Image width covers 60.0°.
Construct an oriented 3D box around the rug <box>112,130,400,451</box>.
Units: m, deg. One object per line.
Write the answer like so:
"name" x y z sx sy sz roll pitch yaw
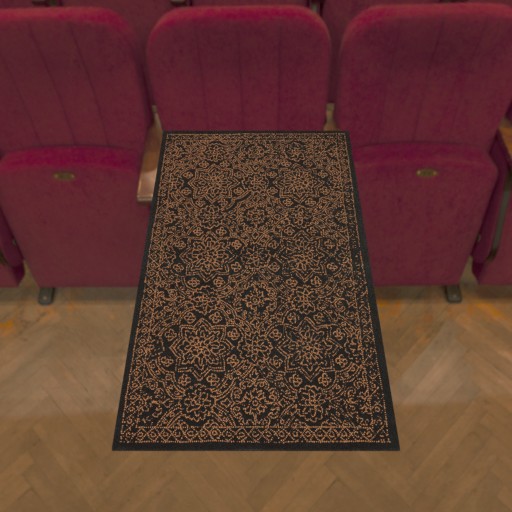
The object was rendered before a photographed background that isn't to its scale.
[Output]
"rug" 0.000 0.000 2.995 1.526 0.015 2.441 0 58 0
